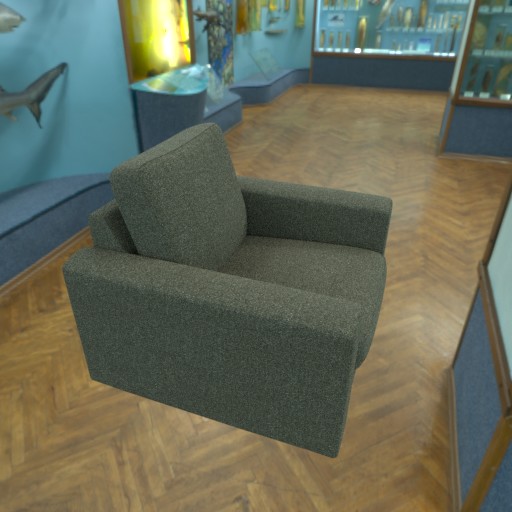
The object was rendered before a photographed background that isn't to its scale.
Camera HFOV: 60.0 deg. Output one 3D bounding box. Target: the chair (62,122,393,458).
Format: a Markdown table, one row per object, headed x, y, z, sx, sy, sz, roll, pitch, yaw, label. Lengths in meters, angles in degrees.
| x | y | z | sx | sy | sz | roll | pitch | yaw | label |
| --- | --- | --- | --- | --- | --- | --- | --- | --- | --- |
| 0.000 | 0.000 | 1.778 | 1.016 | 0.873 | 1.005 | 11 | 33 | 18 | chair |
